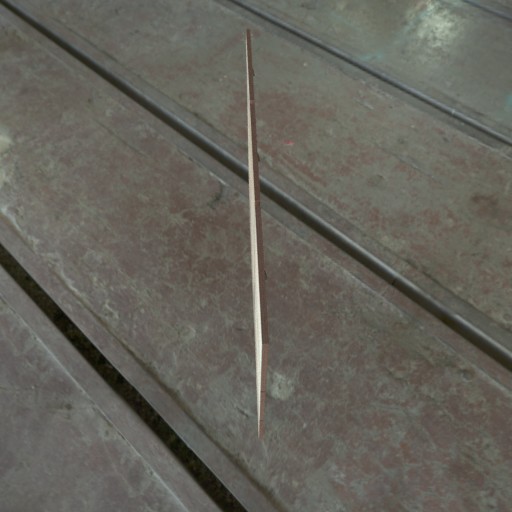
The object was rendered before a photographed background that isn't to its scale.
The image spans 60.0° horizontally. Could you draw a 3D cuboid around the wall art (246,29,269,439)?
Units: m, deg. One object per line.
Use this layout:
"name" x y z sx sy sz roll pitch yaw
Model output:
"wall art" 0.000 0.000 1.836 0.024 1.218 1.221 -2 58 -1
